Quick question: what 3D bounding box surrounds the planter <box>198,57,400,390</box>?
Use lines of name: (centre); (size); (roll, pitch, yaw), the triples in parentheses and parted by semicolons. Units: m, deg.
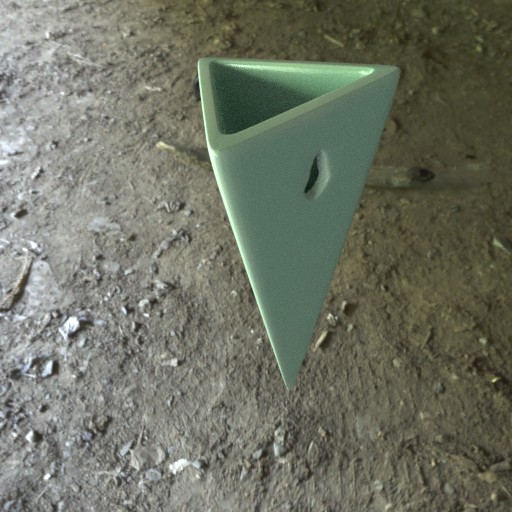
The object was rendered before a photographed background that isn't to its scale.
planter: (0.000, 0.000, 0.212); (0.080, 0.178, 0.064); (-32, 54, -27)
